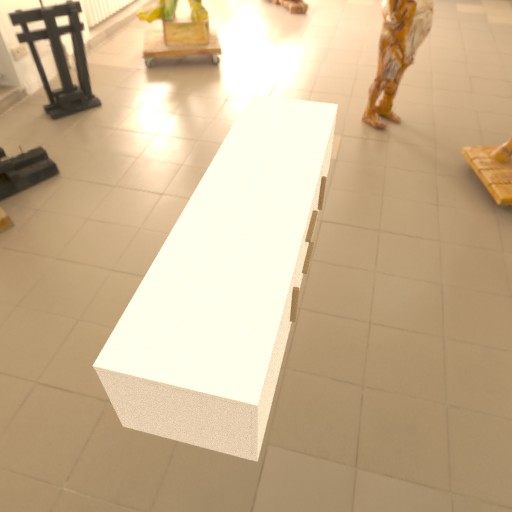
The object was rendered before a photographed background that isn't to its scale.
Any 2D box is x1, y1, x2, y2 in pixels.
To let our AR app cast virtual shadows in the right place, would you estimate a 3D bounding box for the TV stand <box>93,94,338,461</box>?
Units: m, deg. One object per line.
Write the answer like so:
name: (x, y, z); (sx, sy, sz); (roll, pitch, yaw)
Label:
TV stand: (0.000, 0.000, 1.636); (0.401, 0.560, 1.398); (10, 46, 10)
